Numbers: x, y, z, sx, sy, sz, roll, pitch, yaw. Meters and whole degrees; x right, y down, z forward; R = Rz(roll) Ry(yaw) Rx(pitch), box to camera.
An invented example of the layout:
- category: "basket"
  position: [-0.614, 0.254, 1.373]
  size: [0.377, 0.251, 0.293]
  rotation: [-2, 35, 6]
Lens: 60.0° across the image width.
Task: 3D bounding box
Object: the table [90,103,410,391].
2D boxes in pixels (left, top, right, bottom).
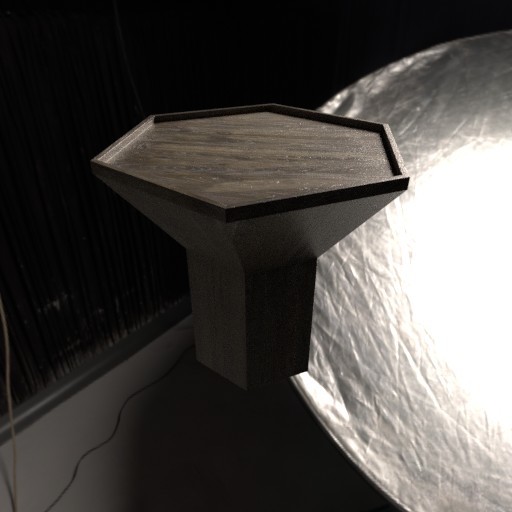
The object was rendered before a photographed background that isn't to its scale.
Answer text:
- category: "table"
  position: [0.000, 0.000, 1.109]
  size: [0.683, 0.586, 0.592]
  rotation: [22, 38, 31]
